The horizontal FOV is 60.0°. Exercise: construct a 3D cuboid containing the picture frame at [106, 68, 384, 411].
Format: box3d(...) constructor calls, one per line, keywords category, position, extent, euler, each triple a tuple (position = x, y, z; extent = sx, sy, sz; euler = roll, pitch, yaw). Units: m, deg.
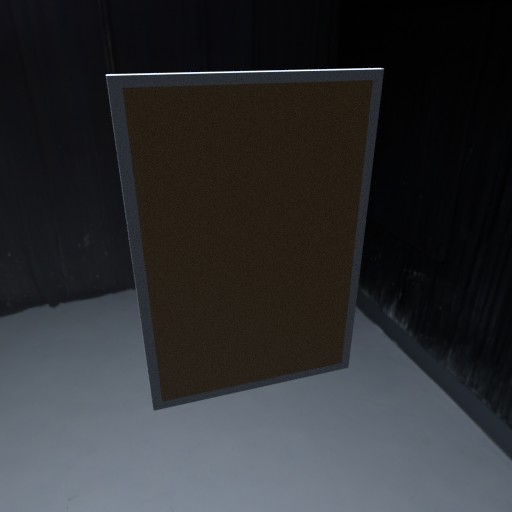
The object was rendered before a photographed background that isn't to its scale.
box3d(category="picture frame", position=(0.000, 0.000, 0.854), extent=(0.457, 0.657, 0.013), euler=(-8, 28, -15))
